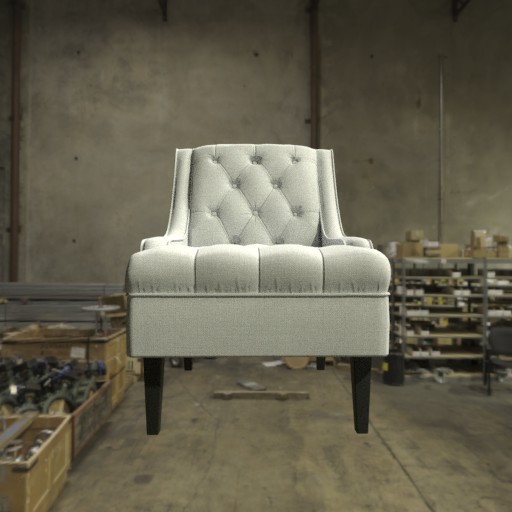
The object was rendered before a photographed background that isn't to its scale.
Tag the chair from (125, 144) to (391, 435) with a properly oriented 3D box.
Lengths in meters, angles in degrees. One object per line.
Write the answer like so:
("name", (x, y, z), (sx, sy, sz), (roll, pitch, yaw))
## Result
("chair", (0.000, 0.000, 1.419), (0.658, 0.891, 0.772), (0, -1, -1))
